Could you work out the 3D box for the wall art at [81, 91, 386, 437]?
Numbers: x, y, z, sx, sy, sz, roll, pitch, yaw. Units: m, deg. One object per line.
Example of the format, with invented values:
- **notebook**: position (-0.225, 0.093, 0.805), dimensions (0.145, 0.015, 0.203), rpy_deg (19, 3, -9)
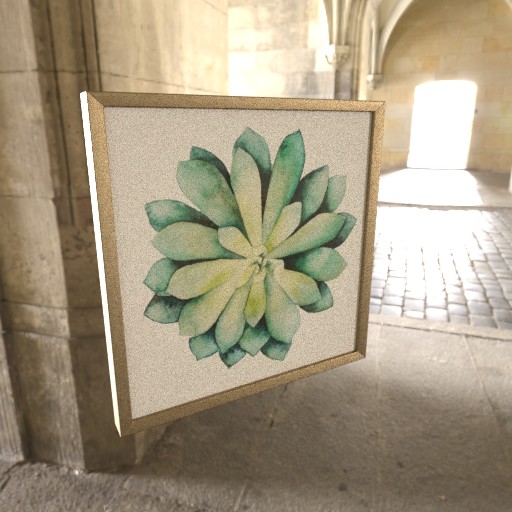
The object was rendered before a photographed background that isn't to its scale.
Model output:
- **wall art**: position (0.000, 0.000, 0.751), dimensions (0.503, 0.506, 0.040), rpy_deg (-9, 19, -28)
